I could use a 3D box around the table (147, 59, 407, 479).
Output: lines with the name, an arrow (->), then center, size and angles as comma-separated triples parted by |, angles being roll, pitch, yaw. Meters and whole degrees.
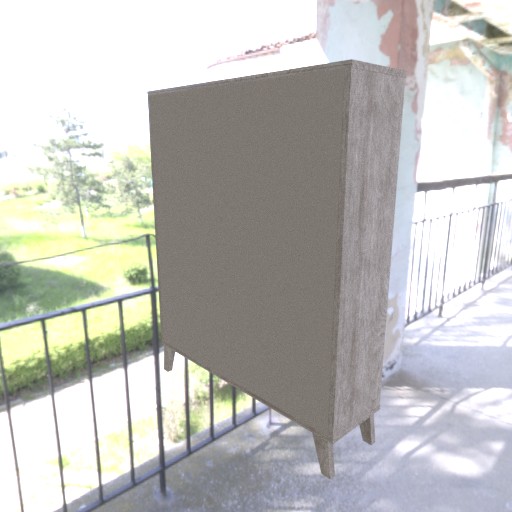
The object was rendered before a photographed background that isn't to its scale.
table -> 0.000, 0.000, 1.549 | 0.256, 1.135, 0.902 | -13, 20, -42
